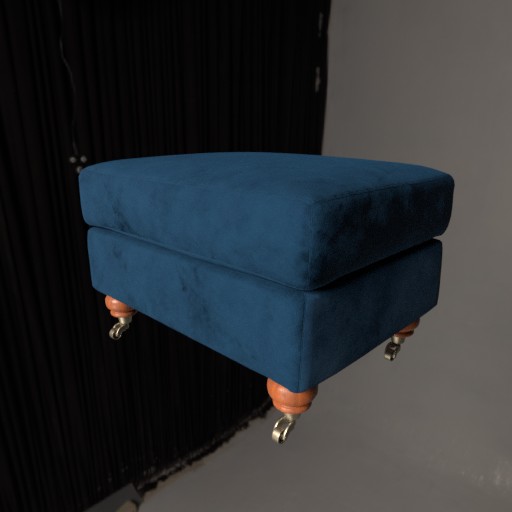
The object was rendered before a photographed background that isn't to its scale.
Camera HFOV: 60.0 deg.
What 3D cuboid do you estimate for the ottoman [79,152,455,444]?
[{"bbox_3d":[0.000,0.000,1.127,0.773,0.503,0.572,15,22,42],"label":"ottoman"}]
